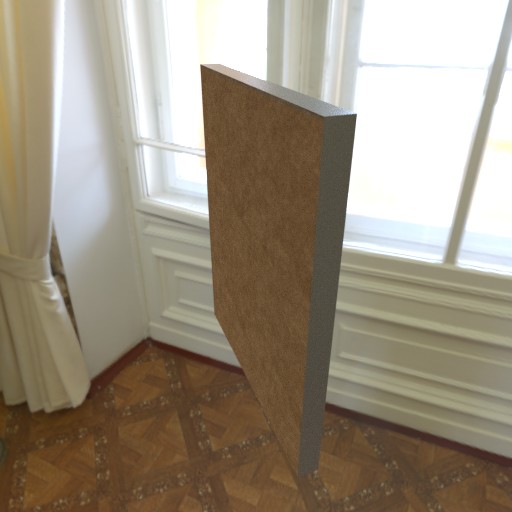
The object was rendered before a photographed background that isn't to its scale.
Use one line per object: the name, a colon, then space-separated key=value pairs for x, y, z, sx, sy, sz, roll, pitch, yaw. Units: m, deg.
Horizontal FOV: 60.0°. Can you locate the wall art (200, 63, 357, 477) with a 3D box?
wall art: x=0.000 y=0.000 z=0.749 sx=0.037 sy=0.554 sz=0.453 roll=-11 pitch=31 yaw=-18
